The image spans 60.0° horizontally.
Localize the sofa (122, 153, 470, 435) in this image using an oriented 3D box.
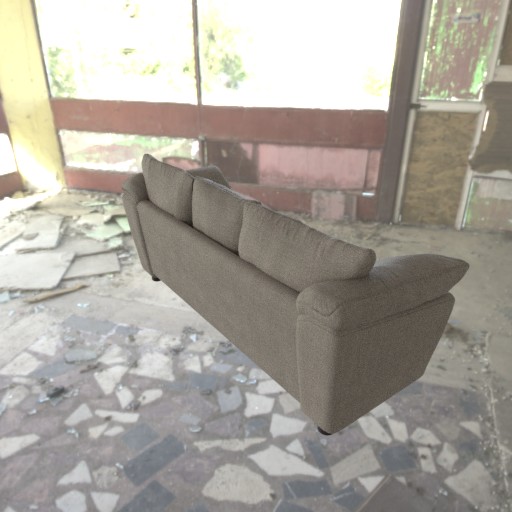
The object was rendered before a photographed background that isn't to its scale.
[{"bbox_3d":[0.000,0.000,2.828,0.878,0.996,2.334,-18,31,-32],"label":"sofa"}]
